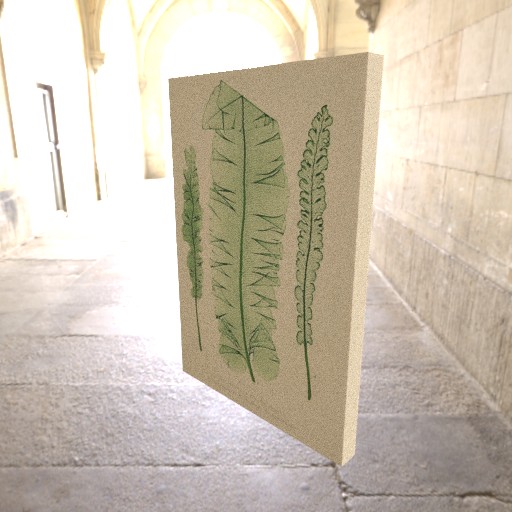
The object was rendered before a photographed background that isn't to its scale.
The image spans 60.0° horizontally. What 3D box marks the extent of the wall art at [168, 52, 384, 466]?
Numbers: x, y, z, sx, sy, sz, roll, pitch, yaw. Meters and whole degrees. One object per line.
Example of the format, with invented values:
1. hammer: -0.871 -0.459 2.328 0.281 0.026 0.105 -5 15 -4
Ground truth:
1. wall art: 0.000 0.000 0.776 0.418 0.608 0.038 15 22 42
